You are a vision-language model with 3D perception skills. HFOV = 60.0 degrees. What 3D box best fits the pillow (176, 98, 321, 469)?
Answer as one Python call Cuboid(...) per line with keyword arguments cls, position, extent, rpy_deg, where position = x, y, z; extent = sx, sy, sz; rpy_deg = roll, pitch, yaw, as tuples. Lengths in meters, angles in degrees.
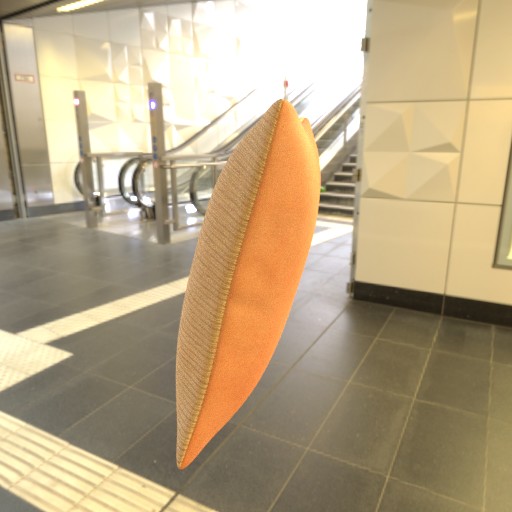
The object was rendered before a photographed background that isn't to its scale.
Cuboid(cls="pillow", position=(0.000, 0.000, 0.645), extent=(0.177, 0.401, 0.424), rpy_deg=(2, 15, 8))
